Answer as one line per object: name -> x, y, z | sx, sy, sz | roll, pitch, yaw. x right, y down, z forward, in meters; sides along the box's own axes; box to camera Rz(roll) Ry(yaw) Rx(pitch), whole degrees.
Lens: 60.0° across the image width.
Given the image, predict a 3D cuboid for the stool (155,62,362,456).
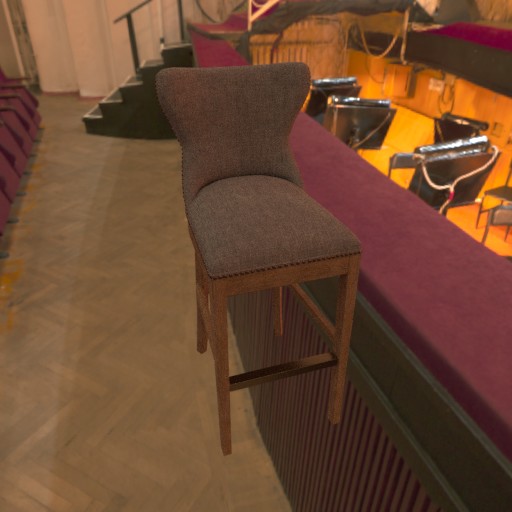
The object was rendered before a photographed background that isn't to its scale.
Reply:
stool -> 0.000, 0.000, 1.473 | 0.494, 1.123, 0.606 | -10, 33, -15
